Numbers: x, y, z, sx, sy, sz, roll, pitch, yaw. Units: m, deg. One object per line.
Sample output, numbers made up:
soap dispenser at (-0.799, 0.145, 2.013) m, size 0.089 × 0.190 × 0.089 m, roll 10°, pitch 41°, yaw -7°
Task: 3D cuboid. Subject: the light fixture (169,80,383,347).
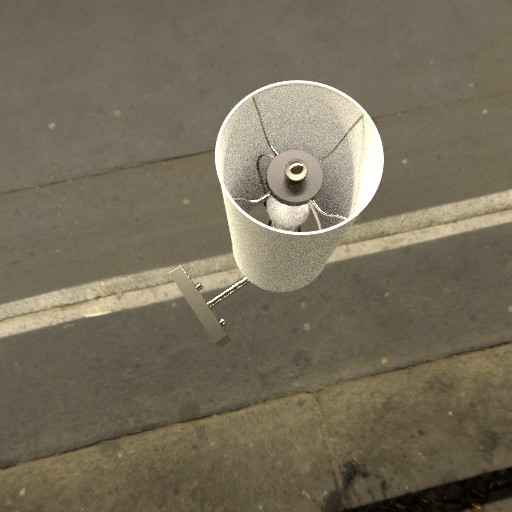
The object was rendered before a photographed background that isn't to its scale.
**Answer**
light fixture at (0.000, 0.000, 0.556) m, size 0.208 × 0.462 × 0.128 m, roll -34°, pitch 78°, yaw -8°
